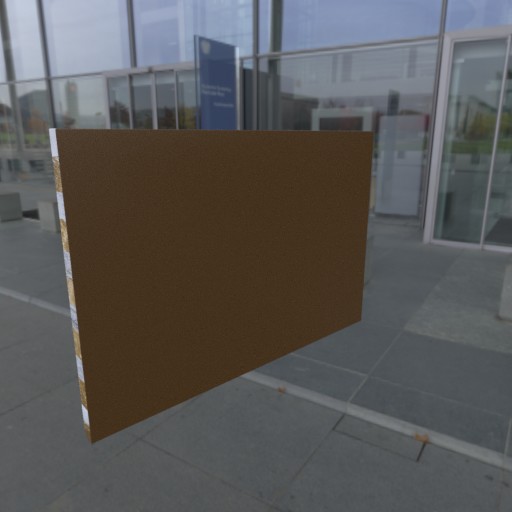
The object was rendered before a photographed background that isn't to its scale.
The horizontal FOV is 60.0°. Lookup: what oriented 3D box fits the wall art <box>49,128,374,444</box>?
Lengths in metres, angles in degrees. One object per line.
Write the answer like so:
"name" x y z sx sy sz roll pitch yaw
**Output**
"wall art" 0.000 0.000 1.395 1.145 0.762 0.041 -13 20 -40
